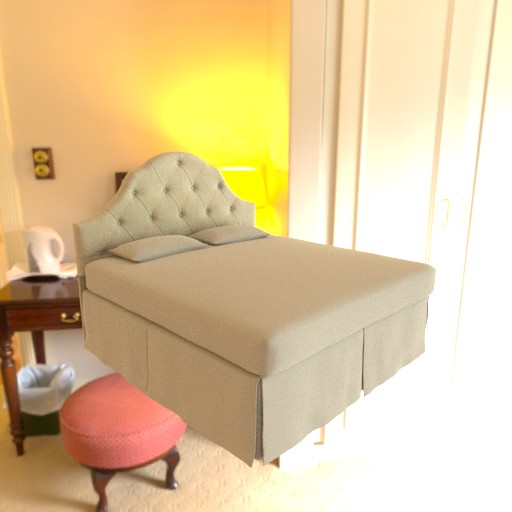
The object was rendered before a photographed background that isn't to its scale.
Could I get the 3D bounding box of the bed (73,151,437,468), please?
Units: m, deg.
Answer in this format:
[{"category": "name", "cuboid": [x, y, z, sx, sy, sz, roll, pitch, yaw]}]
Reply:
[{"category": "bed", "cuboid": [0.000, 0.000, 3.413, 2.012, 1.555, 2.086, -13, 19, -43]}]
